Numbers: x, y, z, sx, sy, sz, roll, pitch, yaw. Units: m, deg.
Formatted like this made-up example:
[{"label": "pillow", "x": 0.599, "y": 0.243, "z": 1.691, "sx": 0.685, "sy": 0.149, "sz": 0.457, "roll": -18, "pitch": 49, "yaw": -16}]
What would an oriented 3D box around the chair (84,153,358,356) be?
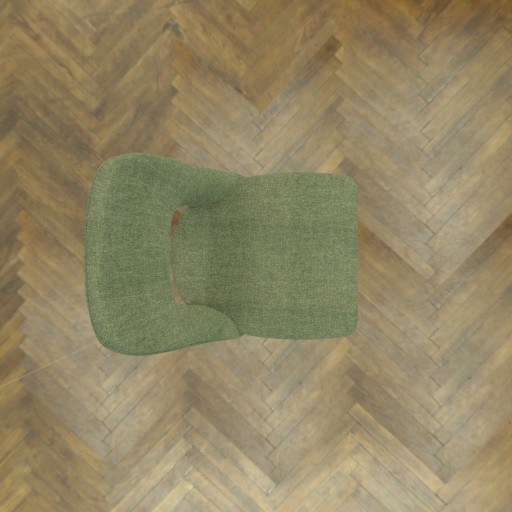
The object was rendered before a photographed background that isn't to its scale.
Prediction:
[{"label": "chair", "x": 0.000, "y": 0.000, "z": 1.267, "sx": 0.612, "sy": 0.931, "sz": 0.470, "roll": 0, "pitch": 90, "yaw": 2}]
